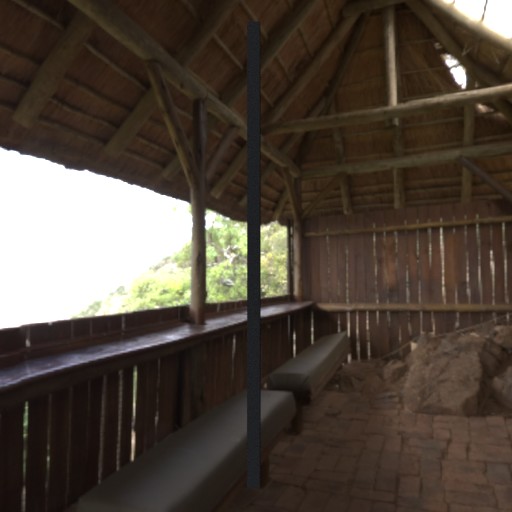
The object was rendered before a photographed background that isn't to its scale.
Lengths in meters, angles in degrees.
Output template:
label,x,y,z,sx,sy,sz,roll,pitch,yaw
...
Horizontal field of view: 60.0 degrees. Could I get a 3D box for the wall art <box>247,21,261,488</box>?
label,x,y,z,sx,sy,sz,roll,pitch,yaw
wall art,0.000,0.000,0.498,0.010,0.361,0.311,0,-1,1
